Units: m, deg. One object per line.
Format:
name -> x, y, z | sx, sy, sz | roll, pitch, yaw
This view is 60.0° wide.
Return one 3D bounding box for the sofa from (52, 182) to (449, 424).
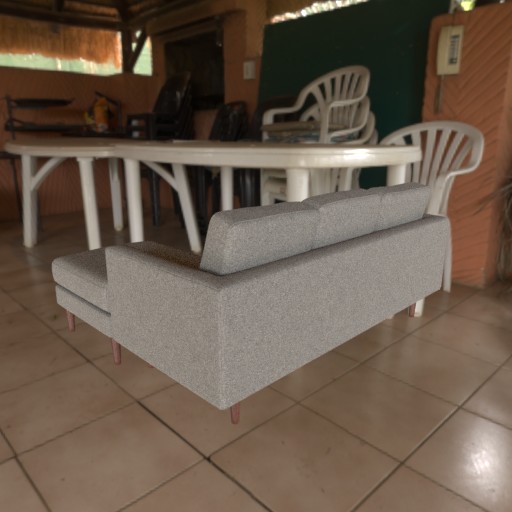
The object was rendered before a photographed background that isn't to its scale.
sofa -> 0.000, 0.000, 2.933 | 2.055, 0.957, 1.667 | -15, 21, -43
